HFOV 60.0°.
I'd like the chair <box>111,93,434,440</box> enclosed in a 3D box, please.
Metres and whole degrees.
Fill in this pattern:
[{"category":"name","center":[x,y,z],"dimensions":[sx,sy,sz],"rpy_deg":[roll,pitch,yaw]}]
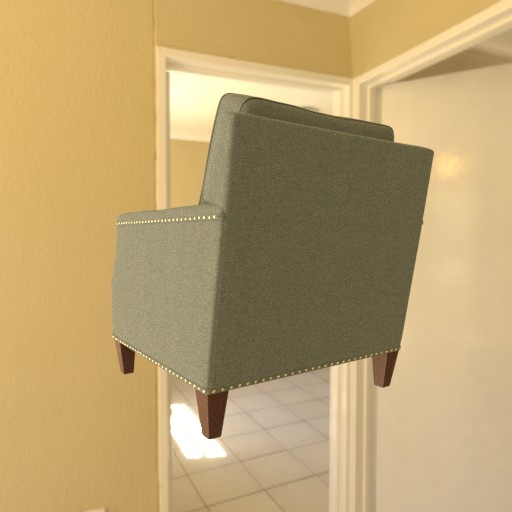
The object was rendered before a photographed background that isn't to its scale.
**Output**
[{"category":"chair","center":[0.000,0.000,1.786],"dimensions":[0.885,1.031,1.031],"rpy_deg":[-2,3,-35]}]
